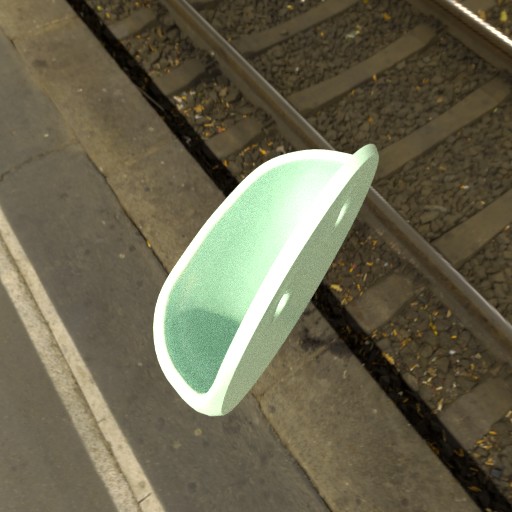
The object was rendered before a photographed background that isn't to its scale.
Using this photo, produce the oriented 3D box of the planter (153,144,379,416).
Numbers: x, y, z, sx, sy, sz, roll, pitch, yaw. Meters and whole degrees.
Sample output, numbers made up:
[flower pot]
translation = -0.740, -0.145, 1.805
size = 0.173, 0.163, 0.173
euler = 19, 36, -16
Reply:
[planter]
translation = 0.000, 0.000, 0.277
size = 0.073, 0.164, 0.189
euler = 30, 68, 14
